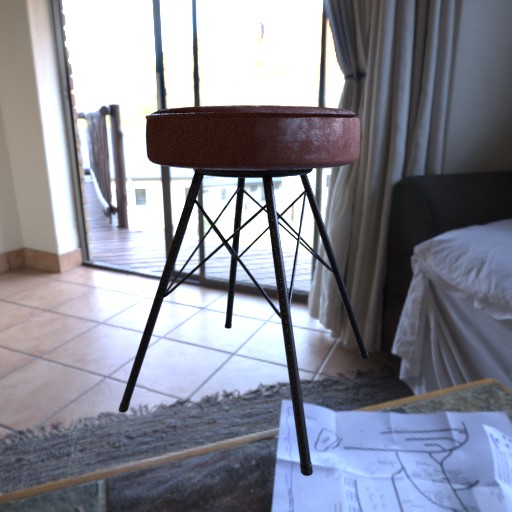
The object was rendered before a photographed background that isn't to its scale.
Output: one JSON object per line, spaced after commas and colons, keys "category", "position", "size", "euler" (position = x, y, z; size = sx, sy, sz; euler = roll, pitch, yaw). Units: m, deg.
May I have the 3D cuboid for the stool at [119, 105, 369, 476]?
{"category": "stool", "position": [0.000, 0.000, 0.937], "size": [0.421, 0.593, 0.457], "euler": [8, 17, 25]}
